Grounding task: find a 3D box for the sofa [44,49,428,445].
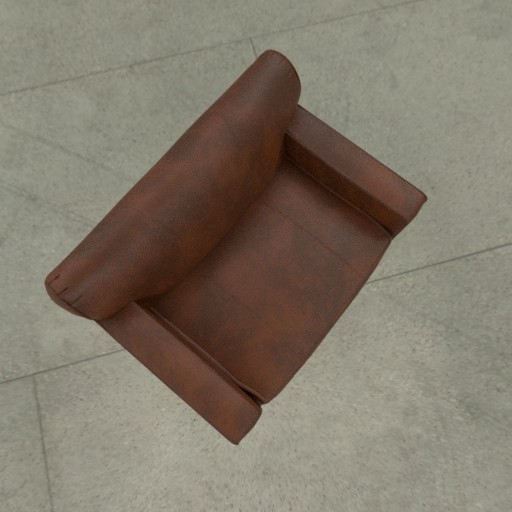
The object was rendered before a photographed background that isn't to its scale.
[{"bbox_3d":[0.000,0.000,2.111,1.000,0.956,1.413,38,78,9],"label":"sofa"}]
